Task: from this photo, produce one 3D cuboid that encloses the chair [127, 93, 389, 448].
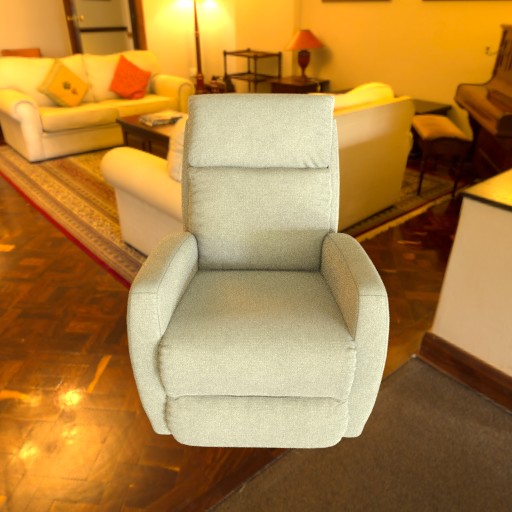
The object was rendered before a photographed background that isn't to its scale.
[{"bbox_3d":[0.000,0.000,1.635,0.812,1.015,0.941,1,29,1],"label":"chair"}]
